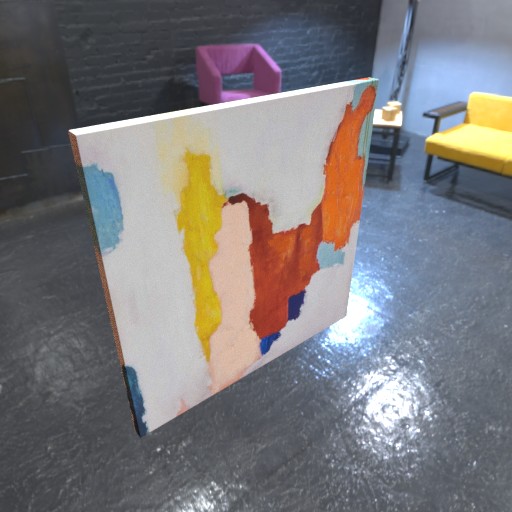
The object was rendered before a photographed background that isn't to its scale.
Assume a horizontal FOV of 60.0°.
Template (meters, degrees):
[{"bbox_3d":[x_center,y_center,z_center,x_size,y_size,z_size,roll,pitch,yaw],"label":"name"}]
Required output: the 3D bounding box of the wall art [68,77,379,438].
[{"bbox_3d":[0.000,0.000,1.491,1.017,1.017,0.044,-23,38,-32],"label":"wall art"}]
